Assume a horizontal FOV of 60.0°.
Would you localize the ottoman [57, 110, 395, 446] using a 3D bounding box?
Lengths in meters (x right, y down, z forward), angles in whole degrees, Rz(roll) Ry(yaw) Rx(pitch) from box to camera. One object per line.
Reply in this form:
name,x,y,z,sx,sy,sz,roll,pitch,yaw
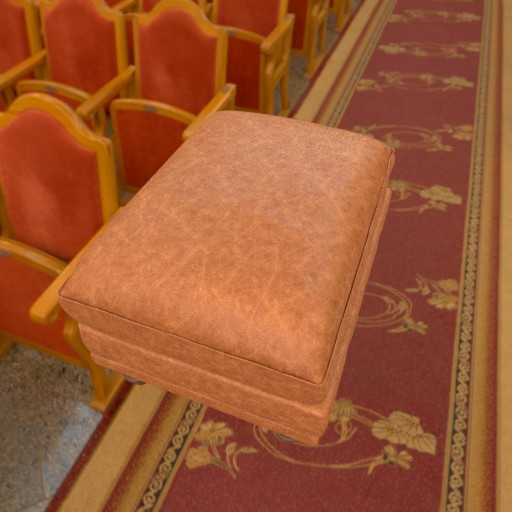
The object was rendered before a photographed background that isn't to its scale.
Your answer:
ottoman,0.000,0.000,1.066,0.533,0.480,0.710,16,48,14
